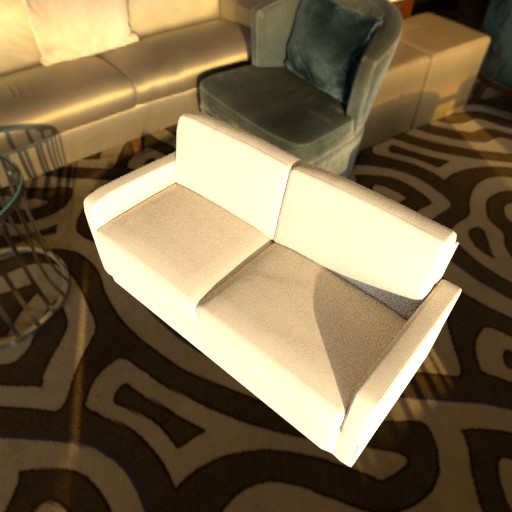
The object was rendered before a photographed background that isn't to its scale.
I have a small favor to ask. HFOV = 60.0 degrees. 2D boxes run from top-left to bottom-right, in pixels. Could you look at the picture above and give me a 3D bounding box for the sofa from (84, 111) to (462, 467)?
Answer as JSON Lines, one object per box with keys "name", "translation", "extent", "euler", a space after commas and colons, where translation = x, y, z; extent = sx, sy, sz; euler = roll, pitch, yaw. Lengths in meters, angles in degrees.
{"name": "sofa", "translation": [0.000, 0.000, 2.277], "extent": [1.808, 0.831, 0.894], "euler": [32, 54, 27]}
